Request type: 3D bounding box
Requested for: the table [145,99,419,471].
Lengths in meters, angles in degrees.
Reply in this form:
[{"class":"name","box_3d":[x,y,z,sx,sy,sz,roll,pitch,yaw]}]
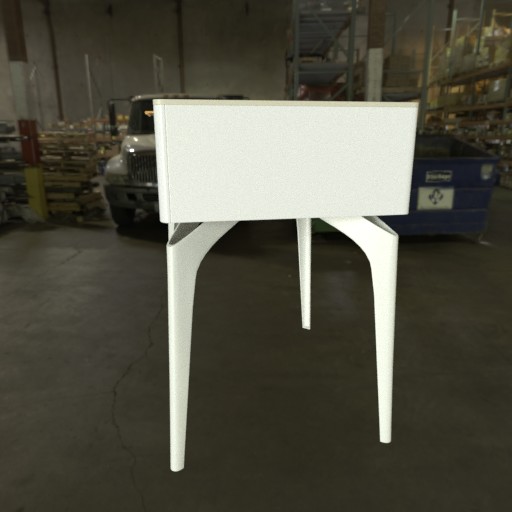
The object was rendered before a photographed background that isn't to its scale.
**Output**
[{"class":"table","box_3d":[0.000,0.000,0.908,0.400,0.570,0.500,-3,16,-10]}]
